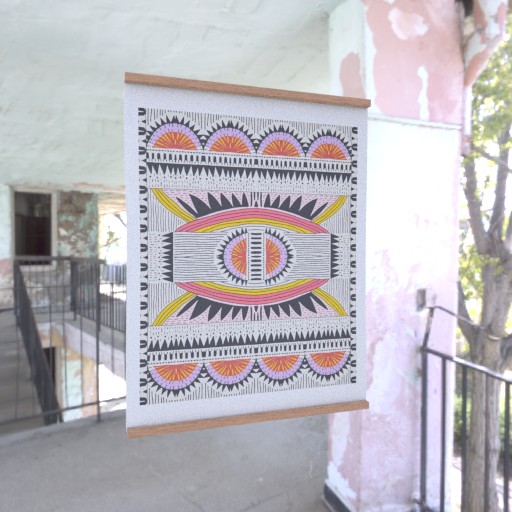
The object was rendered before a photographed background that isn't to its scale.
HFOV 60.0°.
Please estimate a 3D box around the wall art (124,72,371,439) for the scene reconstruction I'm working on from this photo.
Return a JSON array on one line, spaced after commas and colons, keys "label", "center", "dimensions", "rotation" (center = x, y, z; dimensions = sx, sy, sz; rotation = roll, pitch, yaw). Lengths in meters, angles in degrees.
[{"label": "wall art", "center": [0.000, 0.000, 0.710], "dimensions": [0.403, 0.527, 0.028], "rotation": [0, 1, -17]}]
